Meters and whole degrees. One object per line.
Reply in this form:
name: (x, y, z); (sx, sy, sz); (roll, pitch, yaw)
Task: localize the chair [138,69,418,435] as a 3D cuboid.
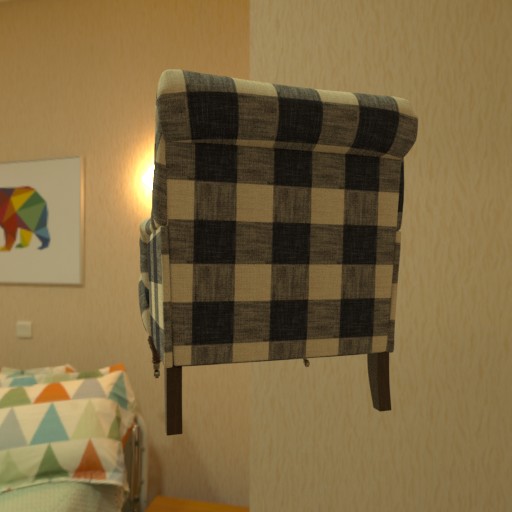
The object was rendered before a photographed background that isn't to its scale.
chair: (0.000, 0.000, 1.565); (0.781, 0.953, 0.848); (0, -1, -17)
